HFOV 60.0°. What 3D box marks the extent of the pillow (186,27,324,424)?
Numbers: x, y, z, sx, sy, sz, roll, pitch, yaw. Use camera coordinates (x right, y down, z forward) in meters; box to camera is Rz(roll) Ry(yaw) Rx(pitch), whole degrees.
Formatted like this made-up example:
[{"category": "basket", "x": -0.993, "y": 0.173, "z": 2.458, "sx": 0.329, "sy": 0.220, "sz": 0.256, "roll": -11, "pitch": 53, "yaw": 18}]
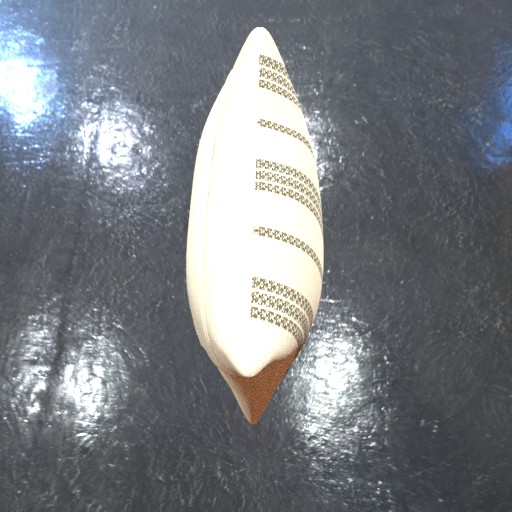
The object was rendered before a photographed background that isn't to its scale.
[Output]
[{"category": "pillow", "x": 0.000, "y": 0.000, "z": 0.612, "sx": 0.173, "sy": 0.406, "sz": 0.405, "roll": 1, "pitch": 65, "yaw": 1}]
